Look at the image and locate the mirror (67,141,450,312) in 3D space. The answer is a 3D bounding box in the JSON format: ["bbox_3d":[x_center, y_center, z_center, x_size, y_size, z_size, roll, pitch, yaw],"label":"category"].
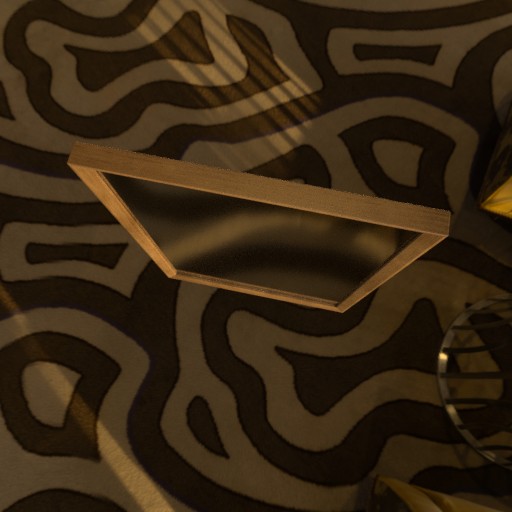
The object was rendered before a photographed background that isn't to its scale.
[{"bbox_3d":[0.000,0.000,0.924,0.508,0.711,0.039,11,75,3],"label":"mirror"}]
